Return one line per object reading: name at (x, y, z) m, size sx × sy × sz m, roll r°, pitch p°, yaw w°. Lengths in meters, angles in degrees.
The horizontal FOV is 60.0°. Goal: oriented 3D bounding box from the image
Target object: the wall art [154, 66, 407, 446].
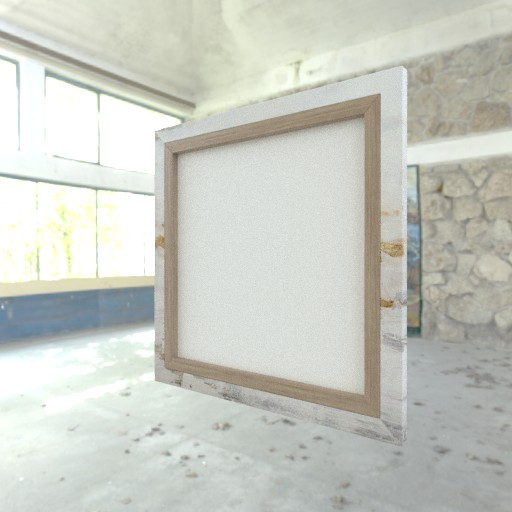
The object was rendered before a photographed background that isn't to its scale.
wall art at (0.000, 0.000, 1.508) m, size 1.015 × 1.018 × 0.040 m, roll 0°, pitch 0°, yaw 38°
